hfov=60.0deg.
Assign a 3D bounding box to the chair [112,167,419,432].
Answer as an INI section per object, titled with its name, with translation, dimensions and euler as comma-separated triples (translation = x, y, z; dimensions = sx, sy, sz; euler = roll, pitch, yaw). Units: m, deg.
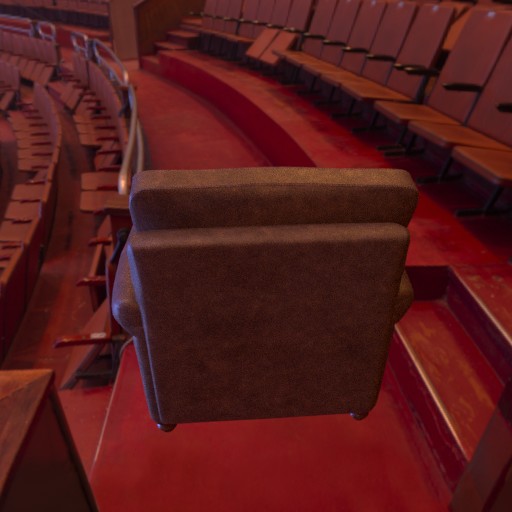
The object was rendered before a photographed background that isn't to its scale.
[chair]
translation = 0.000, 0.000, 1.783
dimensions = 0.996, 0.976, 1.002
euler = -2, 31, -4
